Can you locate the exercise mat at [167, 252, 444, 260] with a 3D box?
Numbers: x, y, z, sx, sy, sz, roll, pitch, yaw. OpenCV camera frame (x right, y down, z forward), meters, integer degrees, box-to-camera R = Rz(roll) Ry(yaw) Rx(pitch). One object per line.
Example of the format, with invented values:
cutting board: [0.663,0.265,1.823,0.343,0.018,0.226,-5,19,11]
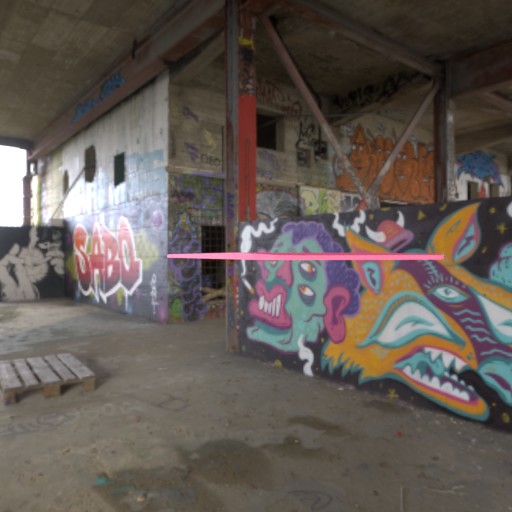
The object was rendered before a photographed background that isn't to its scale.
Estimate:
exercise mat: [0.000,0.000,2.113,0.616,0.021,1.884,0,0,-18]
